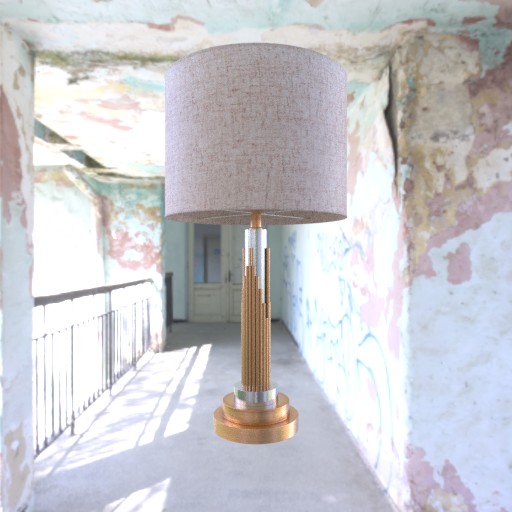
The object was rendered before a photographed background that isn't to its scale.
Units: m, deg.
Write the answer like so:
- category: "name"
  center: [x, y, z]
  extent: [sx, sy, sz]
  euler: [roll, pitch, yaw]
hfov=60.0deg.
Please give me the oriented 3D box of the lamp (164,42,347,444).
- category: "lamp"
  center: [0.000, 0.000, 0.794]
  extent: [0.321, 0.610, 0.321]
  euler: [0, 0, 0]
